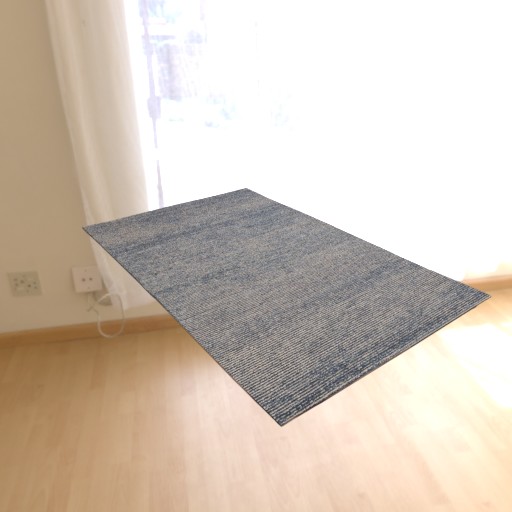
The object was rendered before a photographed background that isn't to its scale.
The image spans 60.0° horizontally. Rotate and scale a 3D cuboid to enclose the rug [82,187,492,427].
[{"bbox_3d":[0.000,0.000,2.203,1.159,0.025,1.793,-19,33,-32],"label":"rug"}]
